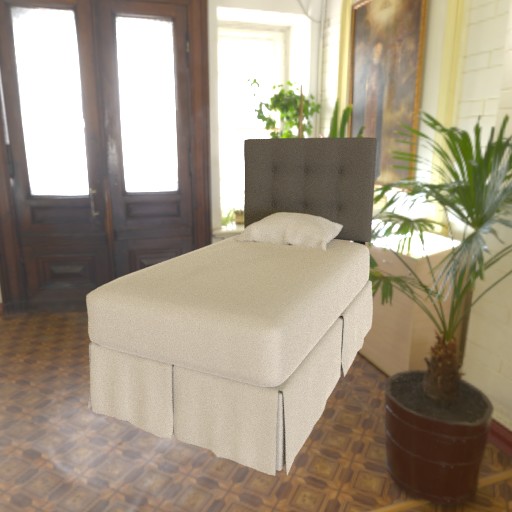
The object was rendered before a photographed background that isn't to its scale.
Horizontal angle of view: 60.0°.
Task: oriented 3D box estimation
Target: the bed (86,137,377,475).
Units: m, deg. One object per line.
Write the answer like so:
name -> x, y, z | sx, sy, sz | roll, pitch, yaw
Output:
bed -> 0.000, 0.000, 2.979 | 1.261, 1.571, 1.997 | 7, 15, 25
